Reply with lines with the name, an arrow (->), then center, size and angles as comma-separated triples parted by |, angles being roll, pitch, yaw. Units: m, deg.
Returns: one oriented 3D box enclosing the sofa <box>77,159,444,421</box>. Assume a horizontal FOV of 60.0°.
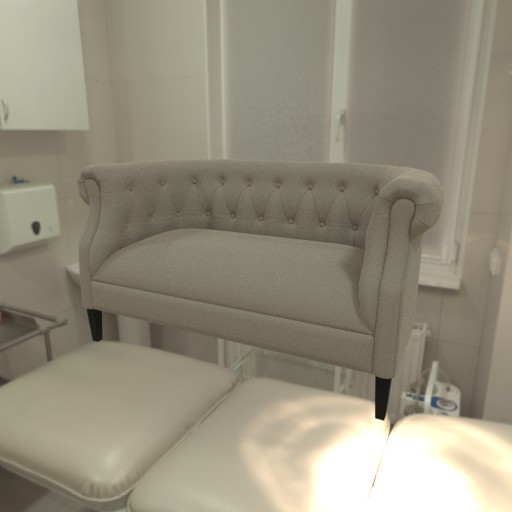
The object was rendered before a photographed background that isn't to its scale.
sofa -> 0.000, 0.000, 2.048 | 1.558, 0.827, 0.835 | 8, 17, 25
